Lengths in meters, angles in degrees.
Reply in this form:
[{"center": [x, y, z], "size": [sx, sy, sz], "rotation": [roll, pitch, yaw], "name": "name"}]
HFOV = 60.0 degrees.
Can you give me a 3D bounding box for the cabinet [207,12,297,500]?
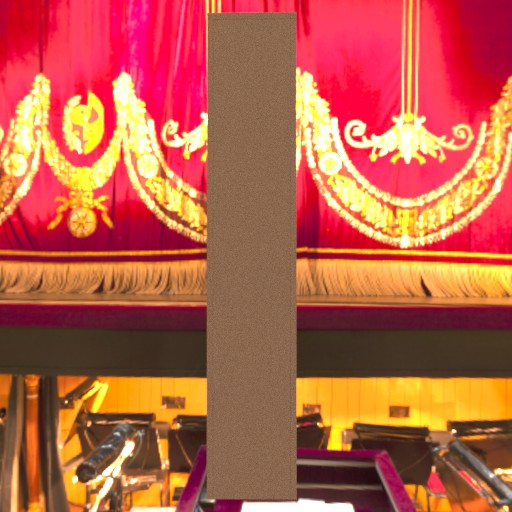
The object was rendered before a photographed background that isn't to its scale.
[{"center": [0.000, 0.000, 1.540], "size": [0.250, 1.280, 0.750], "rotation": [0, 0, 1], "name": "cabinet"}]
